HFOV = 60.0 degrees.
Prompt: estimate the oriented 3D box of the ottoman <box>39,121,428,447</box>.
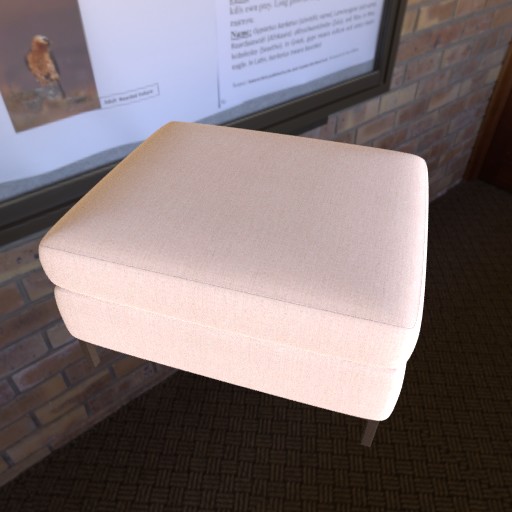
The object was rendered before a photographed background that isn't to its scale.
[{"bbox_3d":[0.000,0.000,1.166,0.794,0.453,0.657,12,42,13],"label":"ottoman"}]
